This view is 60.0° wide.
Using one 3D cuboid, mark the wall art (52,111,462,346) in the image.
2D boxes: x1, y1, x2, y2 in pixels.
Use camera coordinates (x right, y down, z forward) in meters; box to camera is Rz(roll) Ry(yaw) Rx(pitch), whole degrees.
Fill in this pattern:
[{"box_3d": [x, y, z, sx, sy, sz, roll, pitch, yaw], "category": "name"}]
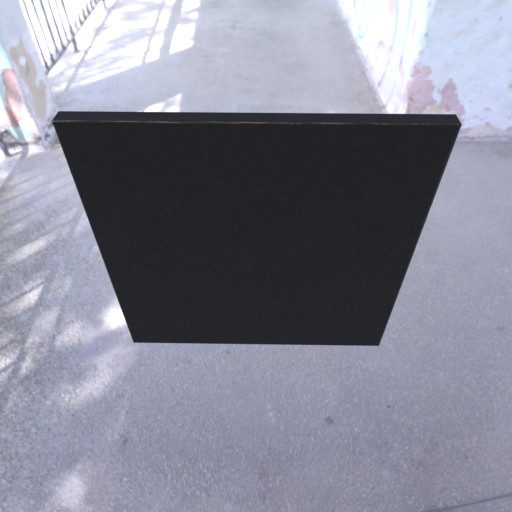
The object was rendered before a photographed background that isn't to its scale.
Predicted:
[{"box_3d": [0.000, 0.000, 0.443, 0.304, 0.303, 0.015, 1, 47, 1], "category": "wall art"}]
